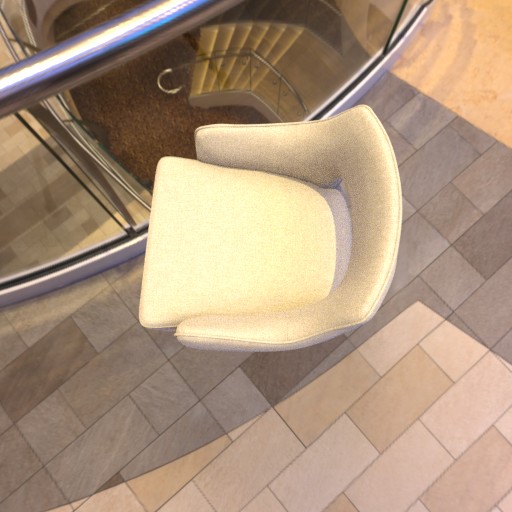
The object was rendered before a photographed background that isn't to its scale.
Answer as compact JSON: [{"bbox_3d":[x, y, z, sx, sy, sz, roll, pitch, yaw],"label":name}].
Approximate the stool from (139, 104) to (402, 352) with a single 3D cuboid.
[{"bbox_3d":[0.000,0.000,1.269,0.560,0.936,0.550,3,76,1],"label":"stool"}]
